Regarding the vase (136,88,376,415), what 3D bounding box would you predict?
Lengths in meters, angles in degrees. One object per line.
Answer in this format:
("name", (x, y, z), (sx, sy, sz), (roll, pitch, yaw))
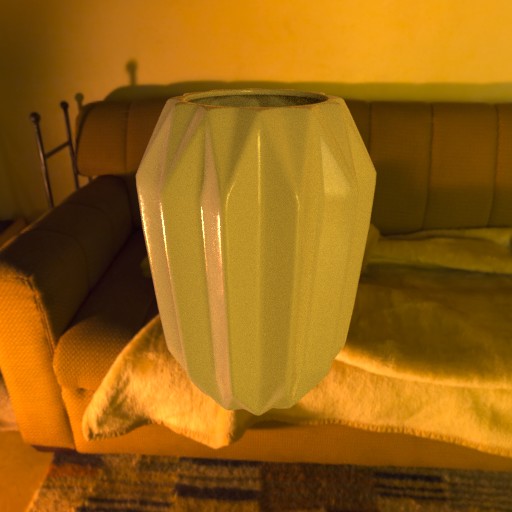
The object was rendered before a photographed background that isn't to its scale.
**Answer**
("vase", (0.000, 0.000, 0.404), (0.195, 0.275, 0.195), (0, 26, 0))
